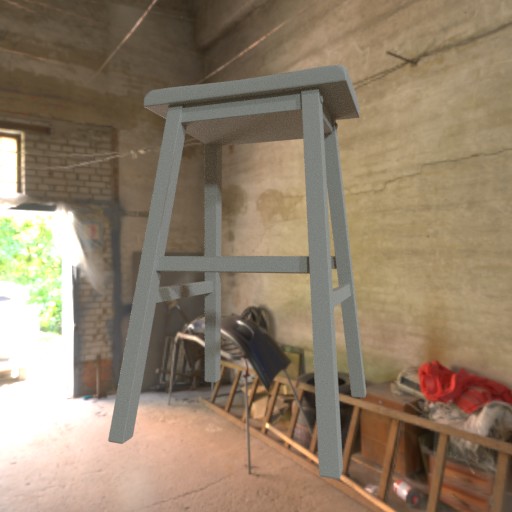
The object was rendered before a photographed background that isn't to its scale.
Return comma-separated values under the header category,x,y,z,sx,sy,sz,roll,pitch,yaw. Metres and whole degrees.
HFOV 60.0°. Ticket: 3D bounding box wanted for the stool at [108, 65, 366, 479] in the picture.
category,x,y,z,sx,sy,sz,roll,pitch,yaw
stool,0.000,0.000,1.029,0.457,0.737,0.476,0,0,19
